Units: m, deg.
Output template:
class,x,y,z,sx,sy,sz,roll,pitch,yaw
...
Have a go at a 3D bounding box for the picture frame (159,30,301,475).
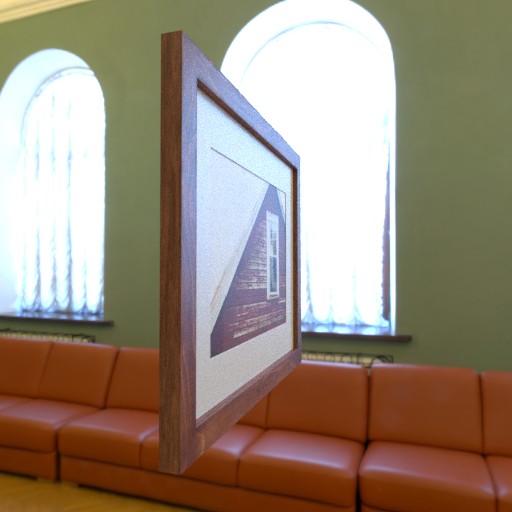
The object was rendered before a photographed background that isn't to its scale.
class,x,y,z,sx,sy,sz,roll,pitch,yaw
picture frame,0.000,0.000,0.724,0.025,0.457,0.559,0,-1,18
